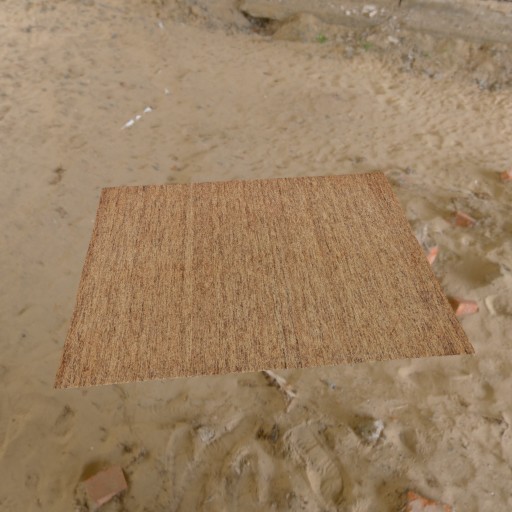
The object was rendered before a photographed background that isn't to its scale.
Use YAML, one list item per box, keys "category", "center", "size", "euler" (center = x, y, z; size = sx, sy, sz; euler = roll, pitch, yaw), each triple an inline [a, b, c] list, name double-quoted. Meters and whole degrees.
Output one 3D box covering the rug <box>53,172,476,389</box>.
- category: "rug"
  center: [0.000, 0.000, 4.187]
  size: [3.200, 0.012, 2.438]
  euler: [-4, 45, -4]
